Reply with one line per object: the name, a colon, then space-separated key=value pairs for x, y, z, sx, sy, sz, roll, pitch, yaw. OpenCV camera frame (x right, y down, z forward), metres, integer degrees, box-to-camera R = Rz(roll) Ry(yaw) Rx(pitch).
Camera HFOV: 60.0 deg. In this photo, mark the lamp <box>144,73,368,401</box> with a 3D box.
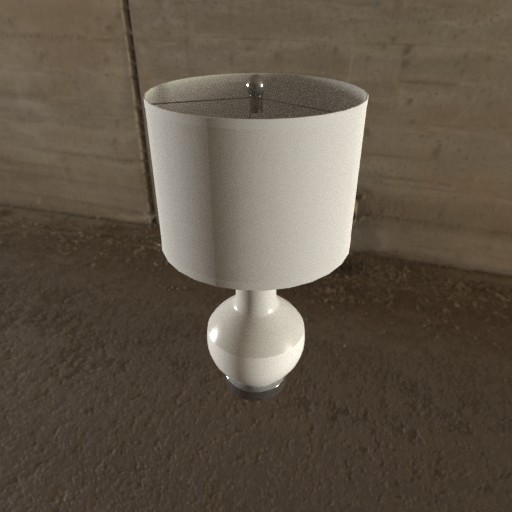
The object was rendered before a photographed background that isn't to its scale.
lamp: x=0.000 y=0.000 z=0.876 sx=0.357 sy=0.673 sz=0.357 roll=-9 pitch=33 yaw=-15
